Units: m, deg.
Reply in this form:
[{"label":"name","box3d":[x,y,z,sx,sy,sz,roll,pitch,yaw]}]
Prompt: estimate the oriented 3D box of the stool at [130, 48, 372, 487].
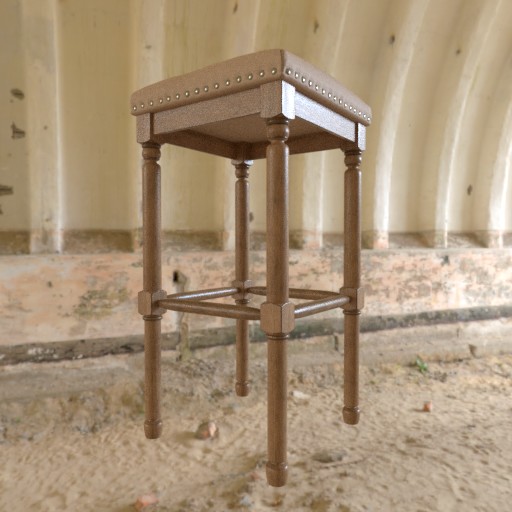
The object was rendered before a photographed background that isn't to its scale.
[{"label":"stool","box3d":[0.000,0.000,0.973,0.382,0.768,0.383,1,2,36]}]
